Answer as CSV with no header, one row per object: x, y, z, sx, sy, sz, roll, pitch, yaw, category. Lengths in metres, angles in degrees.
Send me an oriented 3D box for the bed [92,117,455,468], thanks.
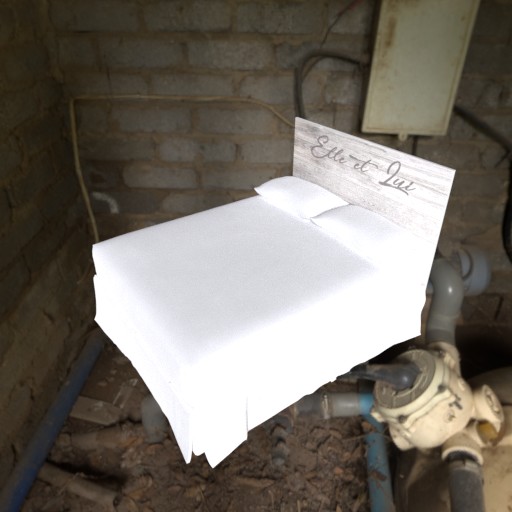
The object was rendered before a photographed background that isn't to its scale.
0.000,0.000,3.241,2.094,1.335,1.745,-20,37,-29,bed
